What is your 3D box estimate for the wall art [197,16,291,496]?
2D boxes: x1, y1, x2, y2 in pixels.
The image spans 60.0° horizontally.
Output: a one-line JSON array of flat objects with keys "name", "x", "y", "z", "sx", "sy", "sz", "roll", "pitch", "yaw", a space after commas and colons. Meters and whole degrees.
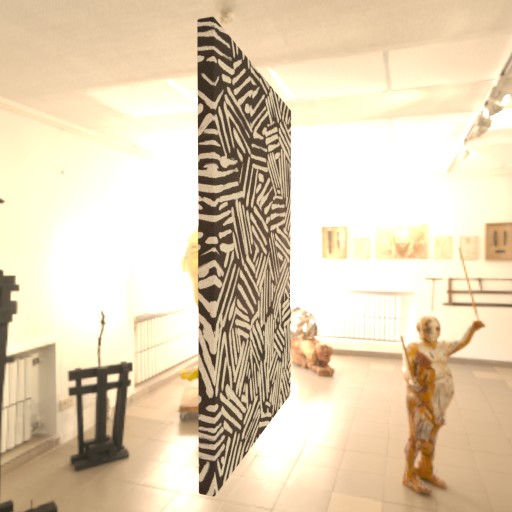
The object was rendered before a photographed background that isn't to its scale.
[{"name": "wall art", "x": 0.000, "y": 0.000, "z": 1.141, "sx": 0.035, "sy": 0.918, "sz": 0.615, "roll": 0, "pitch": 1, "yaw": 18}]
